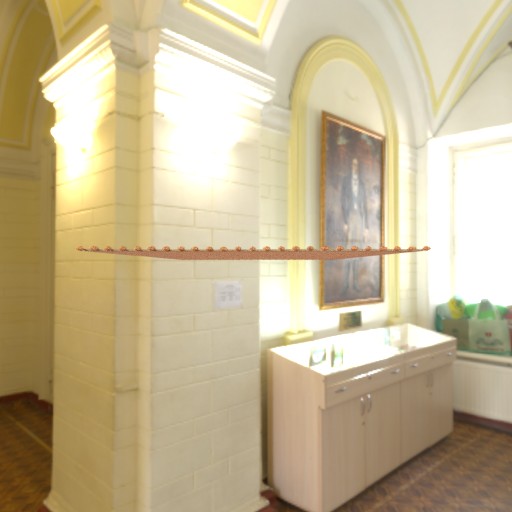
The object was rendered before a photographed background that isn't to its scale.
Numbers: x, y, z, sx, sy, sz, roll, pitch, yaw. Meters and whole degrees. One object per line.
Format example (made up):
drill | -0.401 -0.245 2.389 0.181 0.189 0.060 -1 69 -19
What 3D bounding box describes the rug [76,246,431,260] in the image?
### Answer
rug | 0.000 0.000 2.568 1.232 0.017 2.092 0 -1 1
